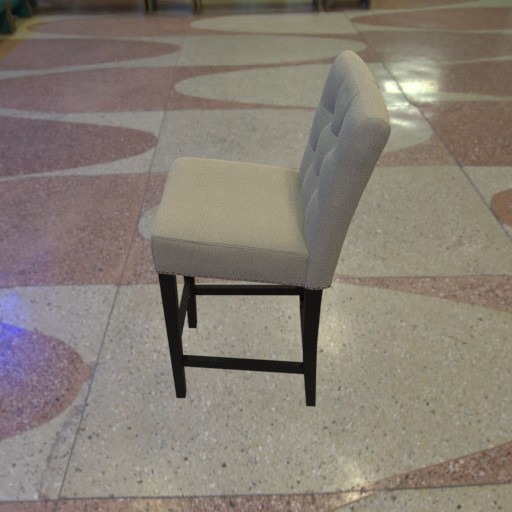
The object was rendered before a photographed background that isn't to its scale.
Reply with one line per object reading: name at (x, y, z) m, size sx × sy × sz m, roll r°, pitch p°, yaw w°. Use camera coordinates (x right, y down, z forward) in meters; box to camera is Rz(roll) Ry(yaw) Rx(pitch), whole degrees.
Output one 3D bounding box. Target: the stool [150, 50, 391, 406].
stool at (0.000, 0.000, 1.314) m, size 0.548 × 1.047 × 0.411 m, roll 1°, pitch 42°, yaw 1°
